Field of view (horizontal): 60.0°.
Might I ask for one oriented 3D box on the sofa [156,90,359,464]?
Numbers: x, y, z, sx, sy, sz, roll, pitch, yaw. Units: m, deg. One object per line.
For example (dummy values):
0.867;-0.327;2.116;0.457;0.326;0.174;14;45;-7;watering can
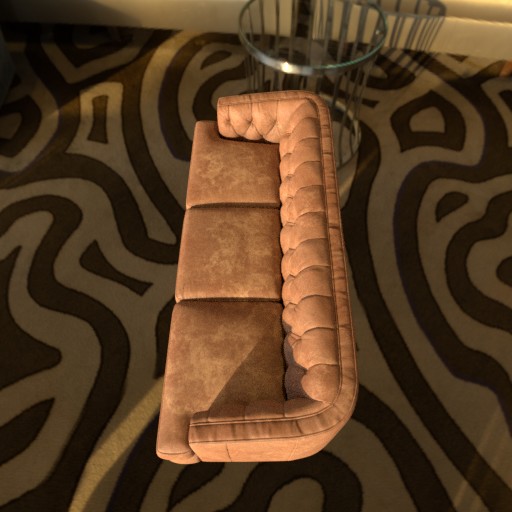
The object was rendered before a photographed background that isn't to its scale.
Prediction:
0.000;0.000;2.674;0.922;0.791;2.257;1;59;0;sofa
